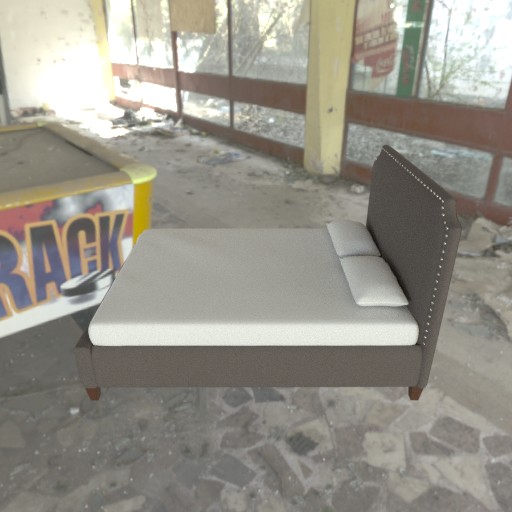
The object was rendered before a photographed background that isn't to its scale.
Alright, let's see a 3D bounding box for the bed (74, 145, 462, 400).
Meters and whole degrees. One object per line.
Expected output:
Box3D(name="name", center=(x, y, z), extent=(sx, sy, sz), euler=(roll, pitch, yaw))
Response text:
Box3D(name="bed", center=(0.000, 0.000, 3.495), extent=(2.372, 1.443, 1.713), euler=(0, 26, 0))
